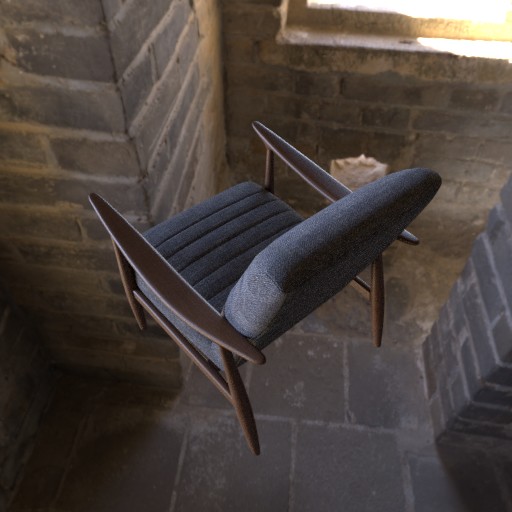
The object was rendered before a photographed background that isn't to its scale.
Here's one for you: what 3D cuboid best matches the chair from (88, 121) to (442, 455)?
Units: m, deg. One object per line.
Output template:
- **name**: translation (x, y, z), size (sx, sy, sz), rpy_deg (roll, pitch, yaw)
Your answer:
- **chair**: translation (0.000, 0.000, 1.442), size (0.741, 0.832, 0.798), rpy_deg (-32, 54, -27)
